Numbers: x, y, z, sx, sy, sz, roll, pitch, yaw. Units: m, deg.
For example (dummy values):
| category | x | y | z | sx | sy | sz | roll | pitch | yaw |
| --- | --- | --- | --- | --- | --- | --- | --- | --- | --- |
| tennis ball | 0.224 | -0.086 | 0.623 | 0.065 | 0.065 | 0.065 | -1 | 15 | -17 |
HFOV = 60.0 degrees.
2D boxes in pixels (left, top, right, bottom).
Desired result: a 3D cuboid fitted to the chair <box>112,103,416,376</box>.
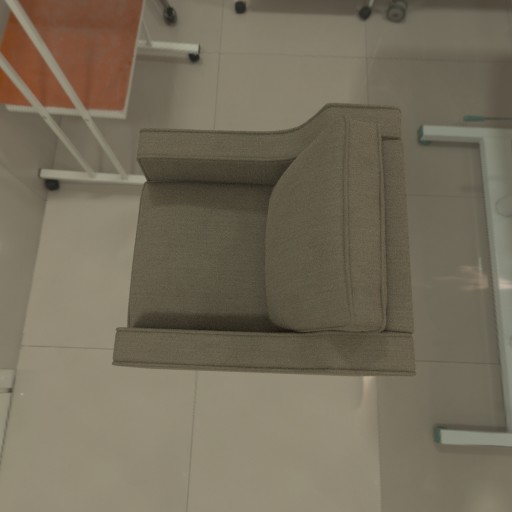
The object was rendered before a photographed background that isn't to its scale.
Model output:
| category | x | y | z | sx | sy | sz | roll | pitch | yaw |
| --- | --- | --- | --- | --- | --- | --- | --- | --- | --- |
| chair | 0.000 | 0.000 | 1.634 | 0.909 | 0.960 | 0.831 | 2 | 75 | 1 |
